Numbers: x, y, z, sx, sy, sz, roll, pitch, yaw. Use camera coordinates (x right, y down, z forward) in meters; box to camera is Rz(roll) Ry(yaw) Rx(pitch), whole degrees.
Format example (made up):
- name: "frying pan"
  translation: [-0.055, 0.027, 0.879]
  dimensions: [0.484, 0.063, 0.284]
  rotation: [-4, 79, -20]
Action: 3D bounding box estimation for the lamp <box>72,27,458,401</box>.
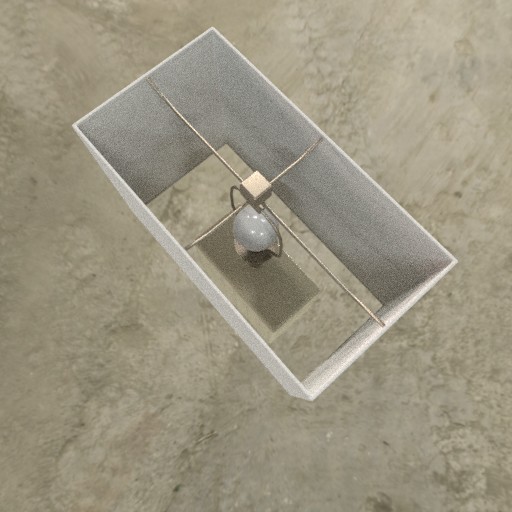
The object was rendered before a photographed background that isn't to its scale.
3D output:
- name: "lamp"
  translation: [0.000, 0.000, 0.693]
  dimensions: [0.200, 0.515, 0.380]
  rotation: [-40, 78, -11]
